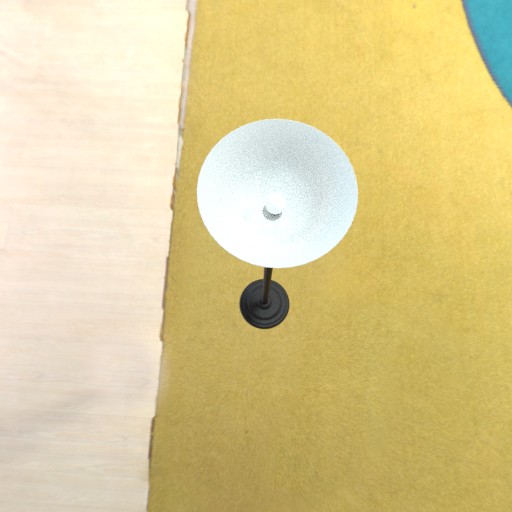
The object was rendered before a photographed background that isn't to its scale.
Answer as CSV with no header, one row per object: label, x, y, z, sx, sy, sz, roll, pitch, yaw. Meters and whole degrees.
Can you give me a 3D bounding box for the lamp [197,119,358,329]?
lamp,0.000,0.000,1.998,0.405,1.793,0.588,-35,77,-9
